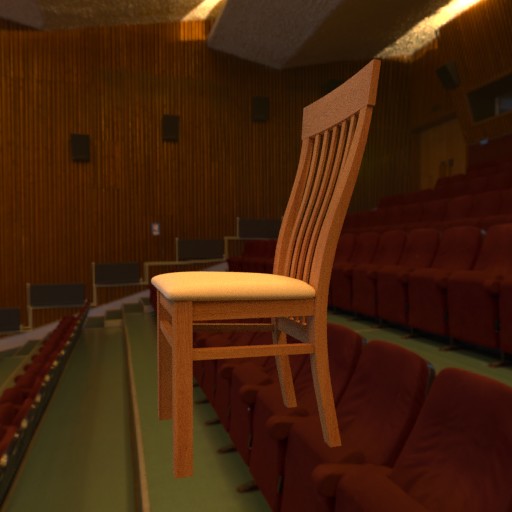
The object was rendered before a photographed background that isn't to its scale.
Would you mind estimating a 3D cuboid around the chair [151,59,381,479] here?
[{"bbox_3d":[0.000,0.000,1.322,0.580,1.050,0.450,-1,2,-18],"label":"chair"}]
